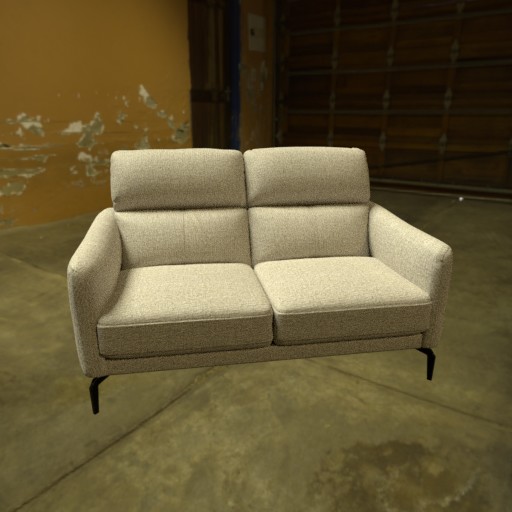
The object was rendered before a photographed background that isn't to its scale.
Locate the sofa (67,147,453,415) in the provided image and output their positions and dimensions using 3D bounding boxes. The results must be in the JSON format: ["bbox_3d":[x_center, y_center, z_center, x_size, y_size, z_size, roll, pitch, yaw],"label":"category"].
[{"bbox_3d":[0.000,0.000,2.079,1.540,0.950,0.905,-3,17,-9],"label":"sofa"}]
